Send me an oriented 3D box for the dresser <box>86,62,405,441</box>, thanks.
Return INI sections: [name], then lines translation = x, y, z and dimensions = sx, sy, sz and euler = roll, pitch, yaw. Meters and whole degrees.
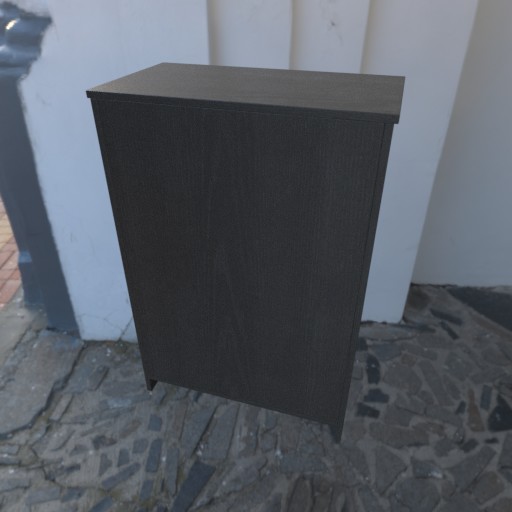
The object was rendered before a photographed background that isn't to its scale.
[dresser]
translation = 0.000, 0.000, 1.369
dimensions = 0.700, 1.020, 0.398
euler = 10, 34, 14
